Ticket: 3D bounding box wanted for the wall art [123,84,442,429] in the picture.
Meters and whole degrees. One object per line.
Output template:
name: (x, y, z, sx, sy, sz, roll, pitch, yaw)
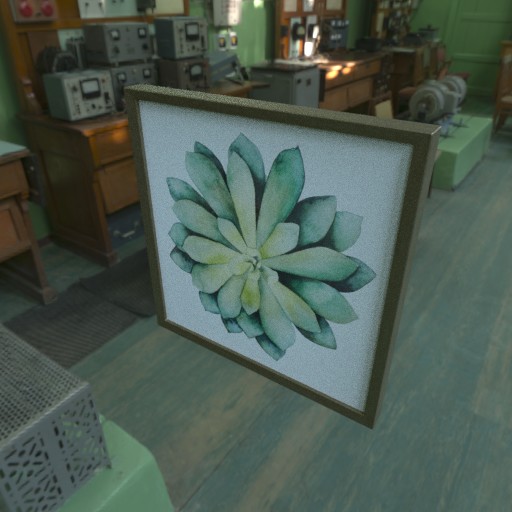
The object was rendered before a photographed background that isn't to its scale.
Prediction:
wall art: (0.000, 0.000, 0.760, 0.503, 0.506, 0.040, 19, 36, 28)
